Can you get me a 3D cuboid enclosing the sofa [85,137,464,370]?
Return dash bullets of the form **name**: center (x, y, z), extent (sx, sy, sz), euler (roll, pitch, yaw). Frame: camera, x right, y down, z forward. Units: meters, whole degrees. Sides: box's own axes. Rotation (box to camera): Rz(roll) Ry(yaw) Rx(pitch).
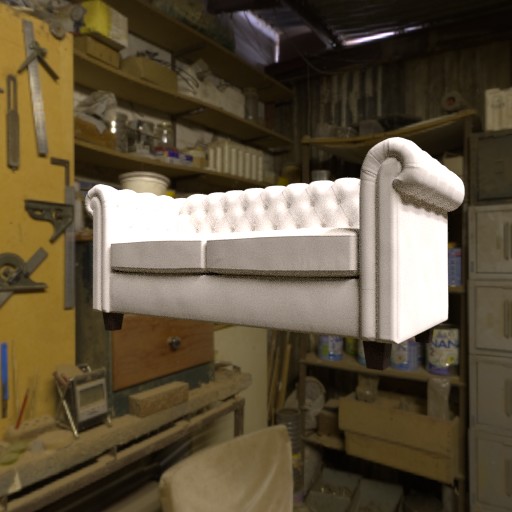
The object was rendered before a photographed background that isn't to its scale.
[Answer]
- **sofa**: center (0.000, 0.000, 2.227), extent (1.798, 0.796, 0.771), euler (0, -1, 35)
